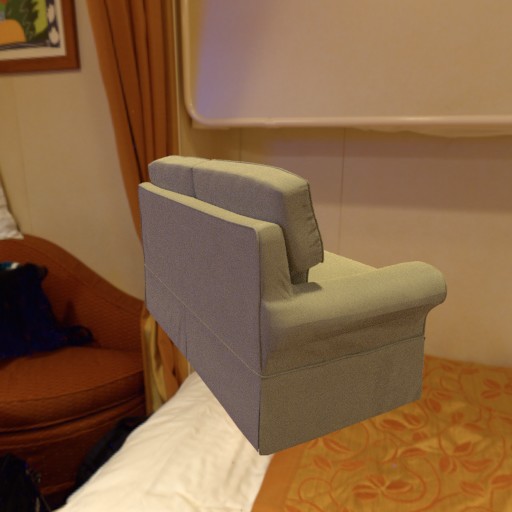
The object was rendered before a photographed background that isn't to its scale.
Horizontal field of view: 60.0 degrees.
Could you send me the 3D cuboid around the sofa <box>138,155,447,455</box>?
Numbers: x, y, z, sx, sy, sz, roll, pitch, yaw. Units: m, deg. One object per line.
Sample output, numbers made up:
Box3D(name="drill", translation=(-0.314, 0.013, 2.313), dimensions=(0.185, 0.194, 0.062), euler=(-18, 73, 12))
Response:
Box3D(name="sofa", translation=(0.000, 0.000, 2.367), dimensions=(0.841, 1.024, 1.823), euler=(-8, 16, -27))
